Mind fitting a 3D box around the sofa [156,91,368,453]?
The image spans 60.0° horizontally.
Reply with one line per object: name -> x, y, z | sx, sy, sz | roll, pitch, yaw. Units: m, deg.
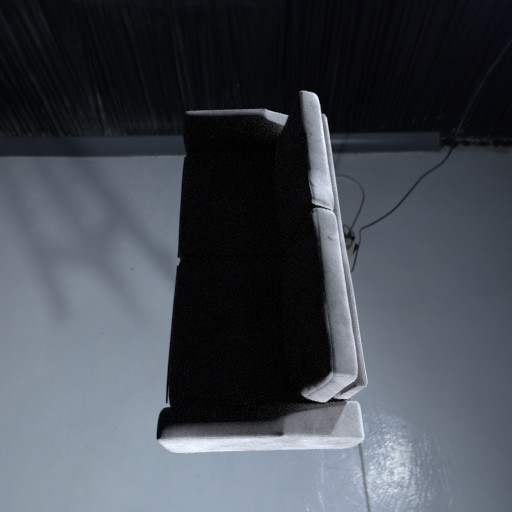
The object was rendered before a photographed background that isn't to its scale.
sofa -> 0.000, 0.000, 2.311 | 0.849, 0.859, 1.837 | -1, 59, -1
